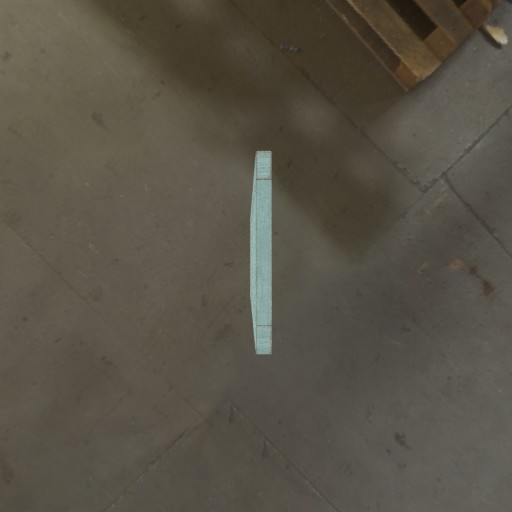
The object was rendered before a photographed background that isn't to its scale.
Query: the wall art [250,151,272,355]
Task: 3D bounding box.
[{"bbox_3d":[0.000,0.000,1.324,0.025,1.219,0.329,0,90,-1],"label":"wall art"}]
